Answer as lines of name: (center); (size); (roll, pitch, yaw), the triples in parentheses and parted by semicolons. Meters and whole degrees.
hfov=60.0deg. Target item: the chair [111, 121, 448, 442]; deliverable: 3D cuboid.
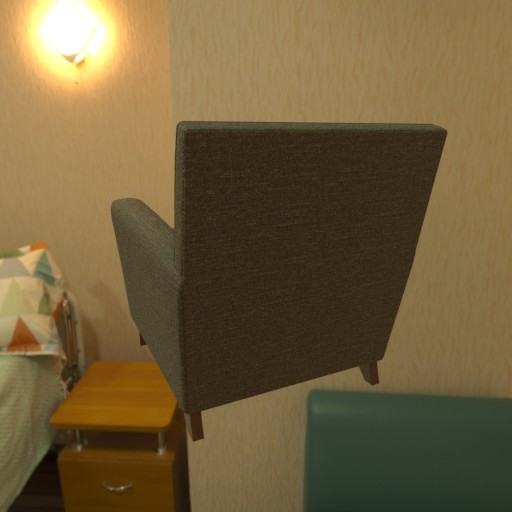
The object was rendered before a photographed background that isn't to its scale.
chair: (0.000, 0.000, 1.560); (0.838, 0.885, 0.875); (-8, 17, -25)
